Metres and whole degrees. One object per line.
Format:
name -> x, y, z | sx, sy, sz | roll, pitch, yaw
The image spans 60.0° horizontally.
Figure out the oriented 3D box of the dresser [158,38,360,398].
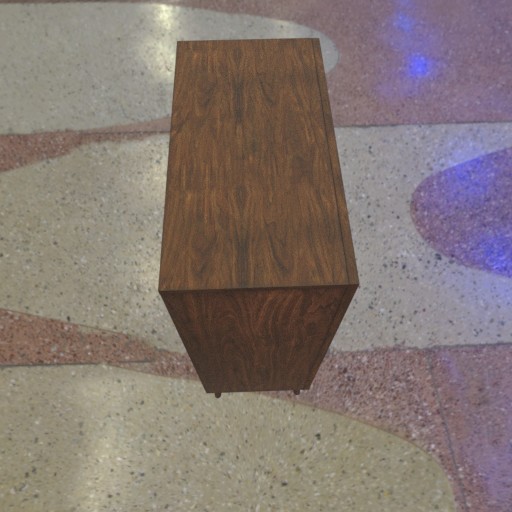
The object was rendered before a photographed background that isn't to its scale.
dresser -> 0.000, 0.000, 1.872 | 0.498, 1.365, 0.919 | -2, 61, -1
